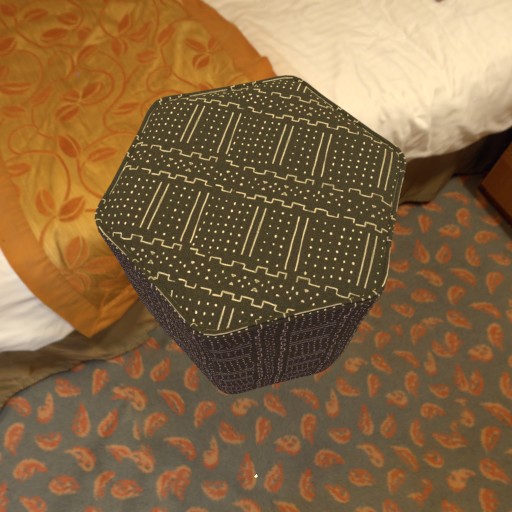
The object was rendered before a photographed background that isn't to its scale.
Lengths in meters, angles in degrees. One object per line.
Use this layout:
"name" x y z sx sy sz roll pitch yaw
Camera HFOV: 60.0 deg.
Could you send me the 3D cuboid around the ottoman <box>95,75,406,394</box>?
"ottoman" 0.000 0.000 0.888 0.443 0.502 0.494 14 64 7
